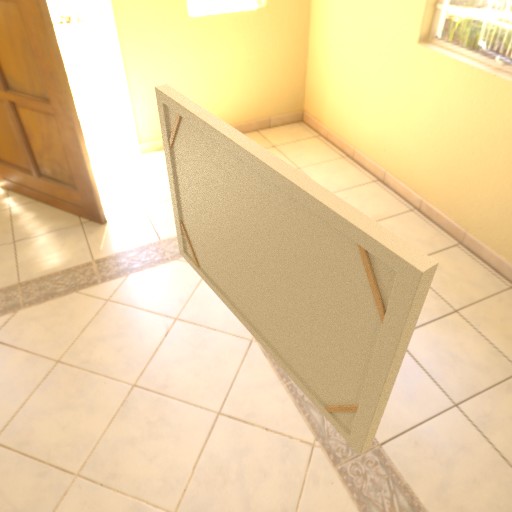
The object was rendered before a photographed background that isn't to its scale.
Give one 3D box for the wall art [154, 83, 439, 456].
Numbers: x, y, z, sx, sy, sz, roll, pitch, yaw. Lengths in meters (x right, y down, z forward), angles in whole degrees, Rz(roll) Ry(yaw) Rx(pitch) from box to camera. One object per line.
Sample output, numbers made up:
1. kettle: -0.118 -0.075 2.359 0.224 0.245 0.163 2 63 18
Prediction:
1. wall art: 0.000 0.000 1.152 0.038 0.609 0.914 -25 47 -26
